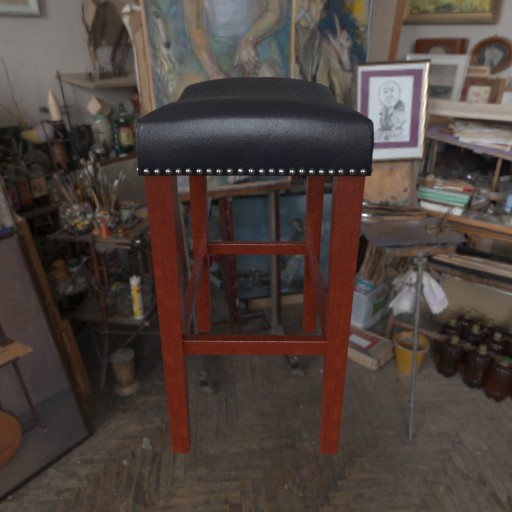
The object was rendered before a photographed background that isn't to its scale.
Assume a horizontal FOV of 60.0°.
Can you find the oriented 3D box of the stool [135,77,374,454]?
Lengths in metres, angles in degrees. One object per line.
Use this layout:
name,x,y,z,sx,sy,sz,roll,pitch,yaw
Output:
stool,0.000,0.000,1.029,0.372,0.742,0.504,0,26,1
